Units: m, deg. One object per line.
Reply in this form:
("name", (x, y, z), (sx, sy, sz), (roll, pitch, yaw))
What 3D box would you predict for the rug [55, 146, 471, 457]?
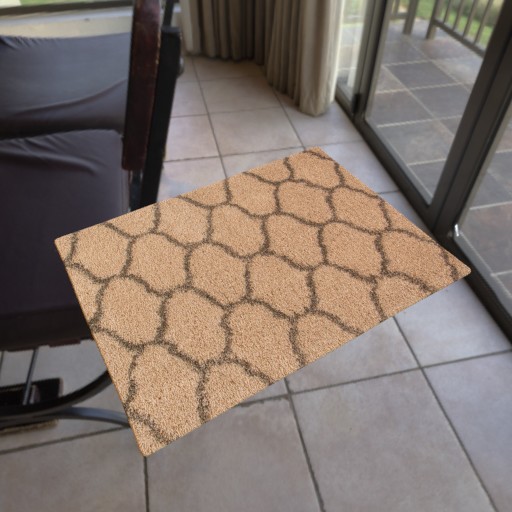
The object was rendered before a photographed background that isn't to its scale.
("rug", (0.000, 0.000, 2.110), (1.600, 0.025, 1.200), (-24, 51, -21))
